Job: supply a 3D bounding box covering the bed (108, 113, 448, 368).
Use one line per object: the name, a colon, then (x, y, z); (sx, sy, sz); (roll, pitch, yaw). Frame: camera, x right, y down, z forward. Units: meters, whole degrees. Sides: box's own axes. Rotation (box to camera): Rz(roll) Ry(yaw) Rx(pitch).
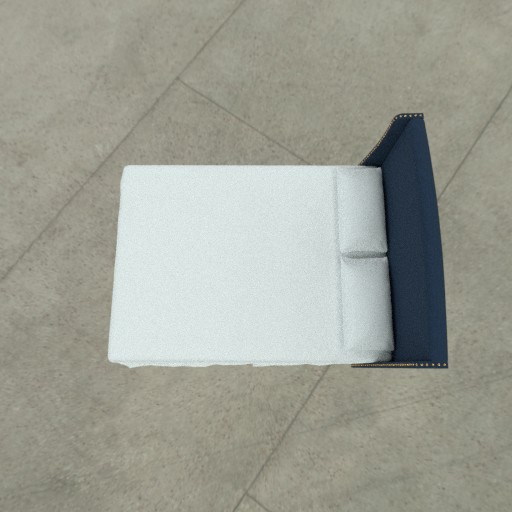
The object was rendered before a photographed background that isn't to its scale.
bed: (0.000, 0.000, 3.251); (2.223, 1.402, 1.604); (0, 76, 0)
